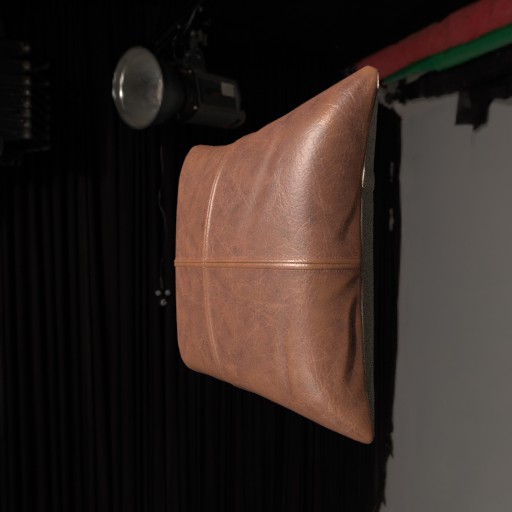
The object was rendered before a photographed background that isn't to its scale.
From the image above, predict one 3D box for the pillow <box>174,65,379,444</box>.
[{"bbox_3d":[0.000,0.000,0.728,0.192,0.470,0.484,1,-1,-36],"label":"pillow"}]
